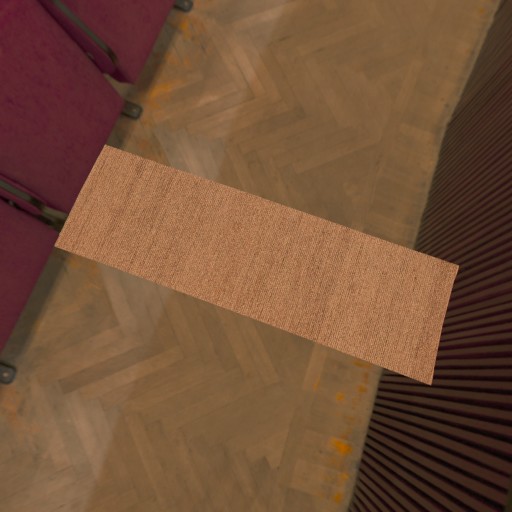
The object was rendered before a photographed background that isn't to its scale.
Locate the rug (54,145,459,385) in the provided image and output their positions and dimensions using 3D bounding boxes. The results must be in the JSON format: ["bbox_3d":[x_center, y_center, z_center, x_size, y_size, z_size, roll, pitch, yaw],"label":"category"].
[{"bbox_3d":[0.000,0.000,2.712,2.390,0.014,0.741,20,76,5],"label":"rug"}]
